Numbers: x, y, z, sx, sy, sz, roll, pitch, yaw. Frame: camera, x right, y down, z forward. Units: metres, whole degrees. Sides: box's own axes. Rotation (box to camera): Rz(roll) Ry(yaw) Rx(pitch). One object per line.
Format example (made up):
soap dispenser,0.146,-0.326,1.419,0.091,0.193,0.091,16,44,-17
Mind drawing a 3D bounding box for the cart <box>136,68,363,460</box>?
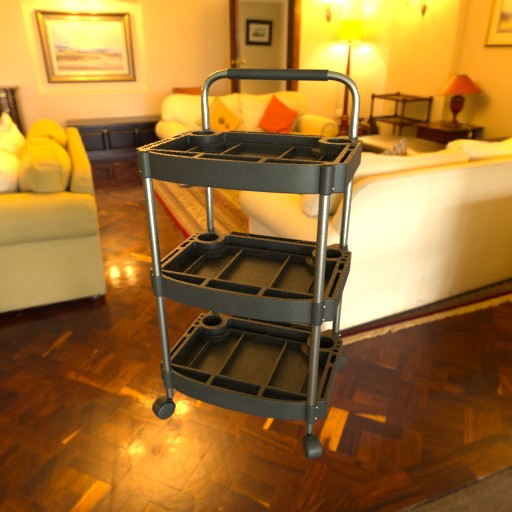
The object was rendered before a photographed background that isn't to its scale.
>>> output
cart,0.000,0.000,1.397,0.584,1.075,0.518,8,26,17
